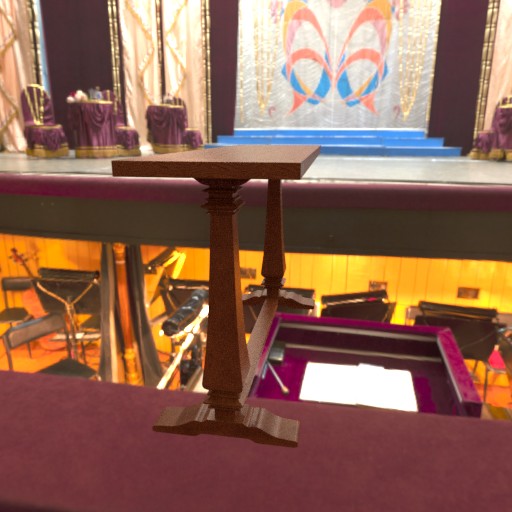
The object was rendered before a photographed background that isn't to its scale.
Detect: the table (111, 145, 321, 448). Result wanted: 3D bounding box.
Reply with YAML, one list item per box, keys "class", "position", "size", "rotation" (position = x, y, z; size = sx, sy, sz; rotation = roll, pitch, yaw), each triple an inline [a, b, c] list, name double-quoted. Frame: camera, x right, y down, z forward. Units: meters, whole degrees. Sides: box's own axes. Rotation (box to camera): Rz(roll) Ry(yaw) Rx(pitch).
- class: "table"
  position: [0.000, 0.000, 1.827]
  size: [0.461, 0.852, 1.478]
  rotation: [3, 16, 9]
